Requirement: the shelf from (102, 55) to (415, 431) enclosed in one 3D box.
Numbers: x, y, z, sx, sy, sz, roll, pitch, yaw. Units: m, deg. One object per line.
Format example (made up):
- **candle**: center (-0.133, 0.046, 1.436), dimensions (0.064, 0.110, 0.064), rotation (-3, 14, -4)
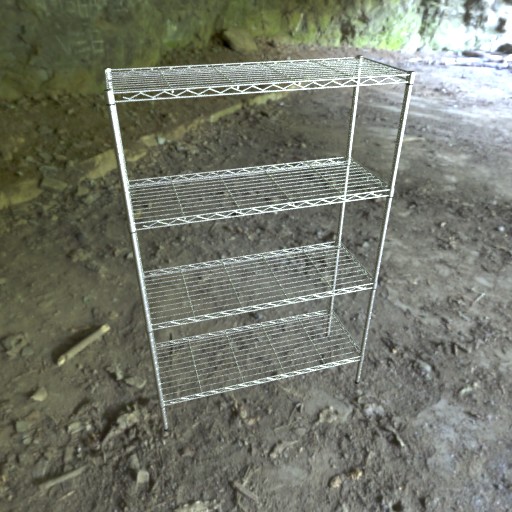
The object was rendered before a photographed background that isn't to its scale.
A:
- **shelf**: center (0.000, 0.000, 1.728), dimensions (0.907, 1.360, 0.352), rotation (-9, 33, -14)
